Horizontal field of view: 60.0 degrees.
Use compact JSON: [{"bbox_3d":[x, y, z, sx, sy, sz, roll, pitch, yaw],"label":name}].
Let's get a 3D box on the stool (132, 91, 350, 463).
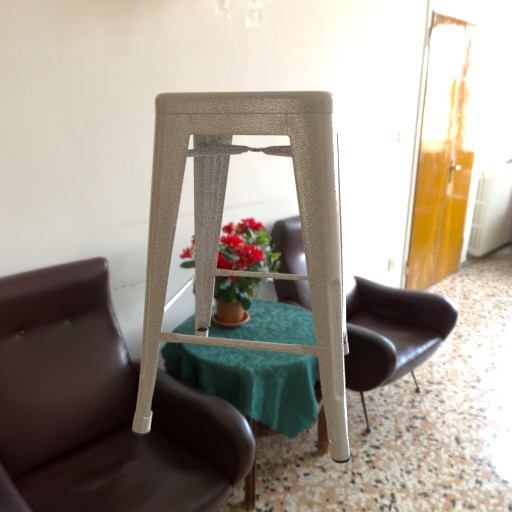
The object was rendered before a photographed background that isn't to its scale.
[{"bbox_3d":[0.000,0.000,0.897,0.406,0.610,0.406,3,17,10],"label":"stool"}]
